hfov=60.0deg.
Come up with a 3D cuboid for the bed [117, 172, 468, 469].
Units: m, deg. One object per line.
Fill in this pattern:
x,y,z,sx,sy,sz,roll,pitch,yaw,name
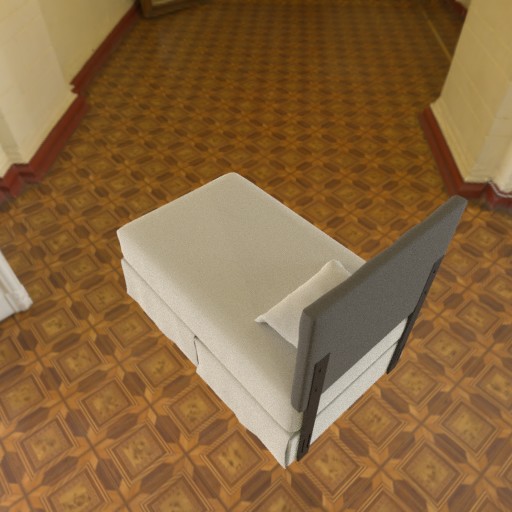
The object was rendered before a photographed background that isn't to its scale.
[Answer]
0.000,0.000,3.037,1.261,1.571,1.997,-32,54,-27,bed
